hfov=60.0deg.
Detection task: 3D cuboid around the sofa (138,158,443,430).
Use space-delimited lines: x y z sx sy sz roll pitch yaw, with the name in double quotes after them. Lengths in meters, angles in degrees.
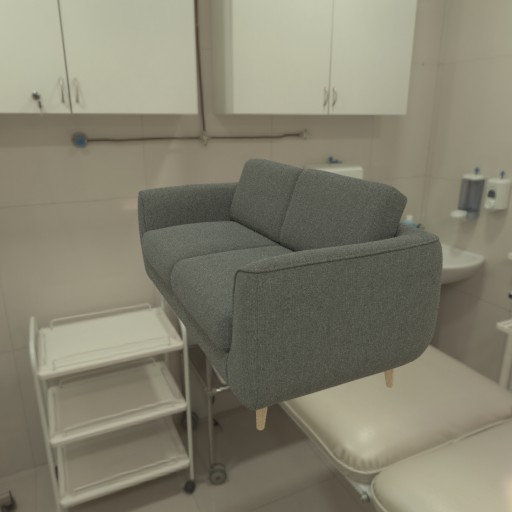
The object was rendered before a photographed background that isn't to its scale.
0.000 0.000 2.251 0.920 0.870 1.700 -8 19 -24 "sofa"
